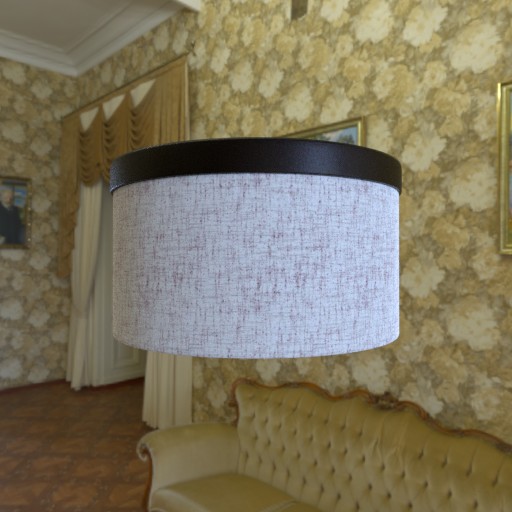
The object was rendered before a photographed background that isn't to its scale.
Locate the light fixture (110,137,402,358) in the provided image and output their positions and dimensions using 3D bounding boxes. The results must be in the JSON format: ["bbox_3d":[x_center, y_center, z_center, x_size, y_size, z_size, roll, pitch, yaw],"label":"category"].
[{"bbox_3d":[0.000,0.000,0.622,0.389,0.229,0.389,0,0,0],"label":"light fixture"}]
